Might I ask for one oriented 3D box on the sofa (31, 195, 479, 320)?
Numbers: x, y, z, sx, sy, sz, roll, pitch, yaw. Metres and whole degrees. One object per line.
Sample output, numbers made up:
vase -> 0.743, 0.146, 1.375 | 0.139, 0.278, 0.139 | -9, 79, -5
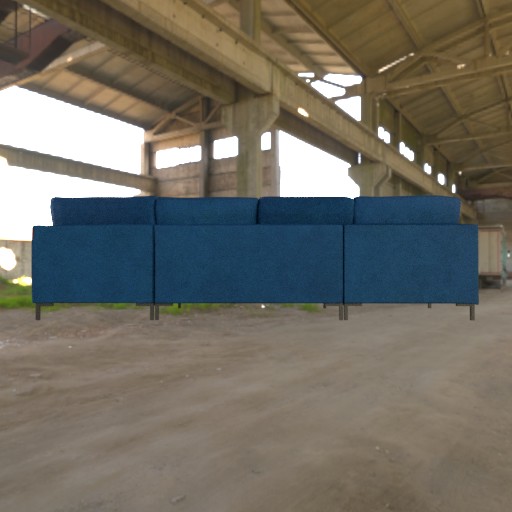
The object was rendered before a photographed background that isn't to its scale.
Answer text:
sofa -> 0.000, 0.000, 4.376 | 3.434, 0.992, 2.055 | 0, 0, 0
